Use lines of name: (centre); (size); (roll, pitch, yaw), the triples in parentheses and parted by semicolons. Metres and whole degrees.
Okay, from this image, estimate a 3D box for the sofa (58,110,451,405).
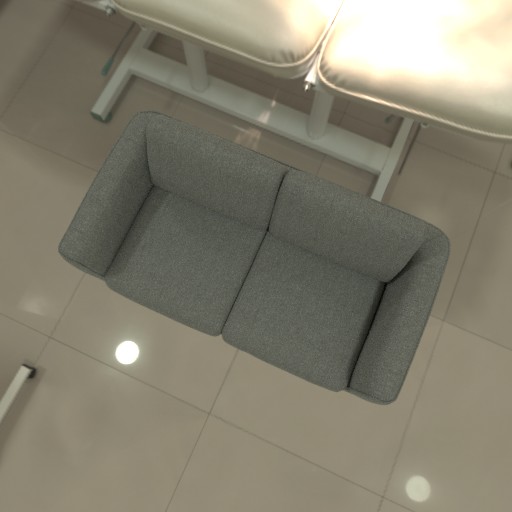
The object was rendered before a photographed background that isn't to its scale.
sofa: (0.000, 0.000, 2.251); (1.700, 0.870, 0.920); (23, 77, 6)
